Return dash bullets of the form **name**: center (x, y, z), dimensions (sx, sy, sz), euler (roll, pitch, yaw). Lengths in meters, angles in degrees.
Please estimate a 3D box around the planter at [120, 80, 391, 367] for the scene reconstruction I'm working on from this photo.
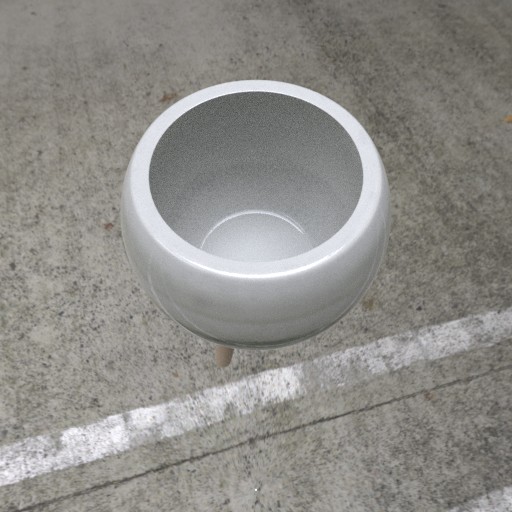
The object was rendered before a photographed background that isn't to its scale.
- **planter**: center (0.000, 0.000, 0.442), dimensions (0.222, 0.278, 0.222), euler (0, 62, 0)
